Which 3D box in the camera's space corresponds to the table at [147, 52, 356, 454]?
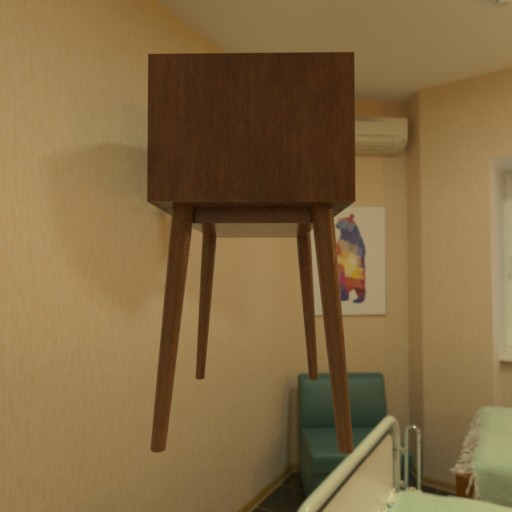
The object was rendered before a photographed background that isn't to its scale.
[{"bbox_3d":[0.000,0.000,0.865,0.307,0.580,0.454,0,-2,1],"label":"table"}]
